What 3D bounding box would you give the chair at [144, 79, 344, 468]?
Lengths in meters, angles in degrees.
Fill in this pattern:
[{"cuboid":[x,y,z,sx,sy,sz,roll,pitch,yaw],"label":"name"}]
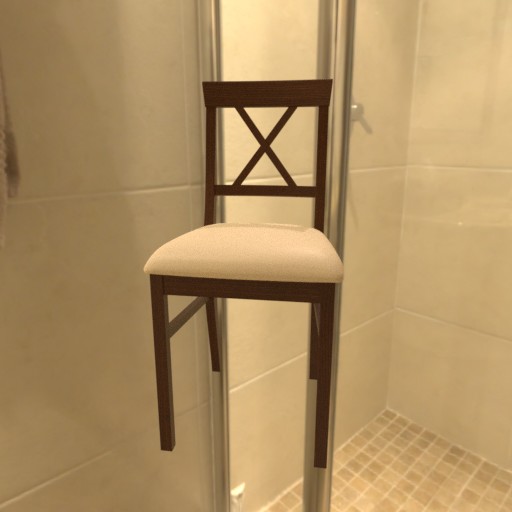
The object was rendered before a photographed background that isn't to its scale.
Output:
[{"cuboid":[0.000,0.000,1.161,0.440,0.913,0.480,2,15,9],"label":"chair"}]
